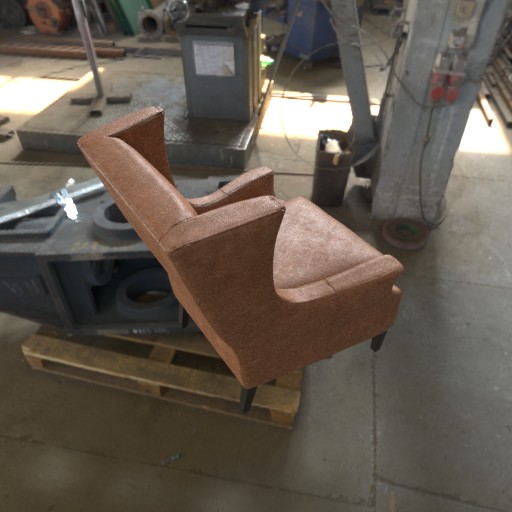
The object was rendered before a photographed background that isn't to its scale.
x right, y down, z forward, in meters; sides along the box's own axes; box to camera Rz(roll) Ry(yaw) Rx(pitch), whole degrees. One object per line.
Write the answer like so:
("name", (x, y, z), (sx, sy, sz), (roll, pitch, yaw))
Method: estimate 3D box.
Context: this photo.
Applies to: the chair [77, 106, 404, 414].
("chair", (0.000, 0.000, 1.697), (0.926, 1.016, 0.853), (-24, 47, -25))
